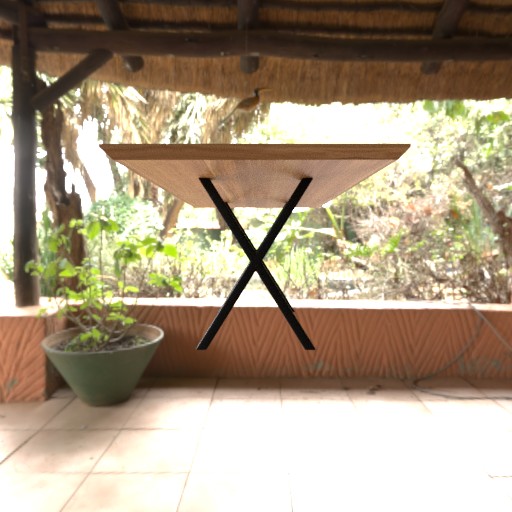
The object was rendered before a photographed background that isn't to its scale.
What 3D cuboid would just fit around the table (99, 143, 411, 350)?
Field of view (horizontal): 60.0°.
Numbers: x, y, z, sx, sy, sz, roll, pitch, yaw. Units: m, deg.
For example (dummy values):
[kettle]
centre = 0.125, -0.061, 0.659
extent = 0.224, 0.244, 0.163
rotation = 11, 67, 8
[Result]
[table]
centre = 0.000, 0.000, 2.427
extent = 1.000, 0.770, 2.000
rotation = 0, 1, 0
